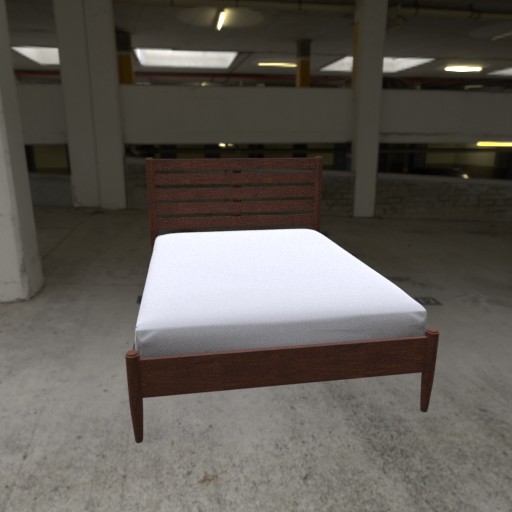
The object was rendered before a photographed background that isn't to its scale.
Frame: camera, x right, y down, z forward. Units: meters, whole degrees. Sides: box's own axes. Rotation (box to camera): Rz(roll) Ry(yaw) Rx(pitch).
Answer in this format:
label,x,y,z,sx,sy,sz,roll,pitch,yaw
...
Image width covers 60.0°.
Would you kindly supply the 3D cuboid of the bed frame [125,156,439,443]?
label,x,y,z,sx,sy,sz,roll,pitch,yaw
bed frame,0.000,0.000,3.263,1.655,1.321,2.234,-3,15,-9
